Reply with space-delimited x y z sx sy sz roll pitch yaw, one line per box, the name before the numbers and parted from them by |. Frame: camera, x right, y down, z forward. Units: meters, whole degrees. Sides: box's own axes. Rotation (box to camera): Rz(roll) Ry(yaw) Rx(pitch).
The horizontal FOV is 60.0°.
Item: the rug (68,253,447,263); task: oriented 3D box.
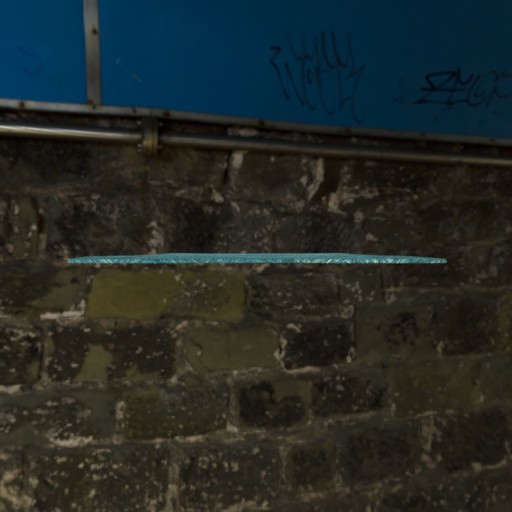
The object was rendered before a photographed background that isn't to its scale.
rug | 0.000 0.000 2.162 1.136 0.017 1.728 0 1 0
